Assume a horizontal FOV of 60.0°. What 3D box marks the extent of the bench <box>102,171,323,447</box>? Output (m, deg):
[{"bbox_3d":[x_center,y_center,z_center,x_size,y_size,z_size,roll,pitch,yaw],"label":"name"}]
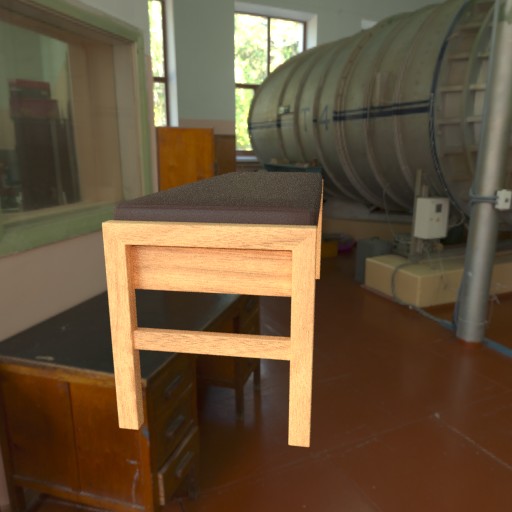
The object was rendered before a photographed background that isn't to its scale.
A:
[{"bbox_3d":[0.000,0.000,1.434,0.405,0.480,1.200,2,14,9],"label":"bench"}]
